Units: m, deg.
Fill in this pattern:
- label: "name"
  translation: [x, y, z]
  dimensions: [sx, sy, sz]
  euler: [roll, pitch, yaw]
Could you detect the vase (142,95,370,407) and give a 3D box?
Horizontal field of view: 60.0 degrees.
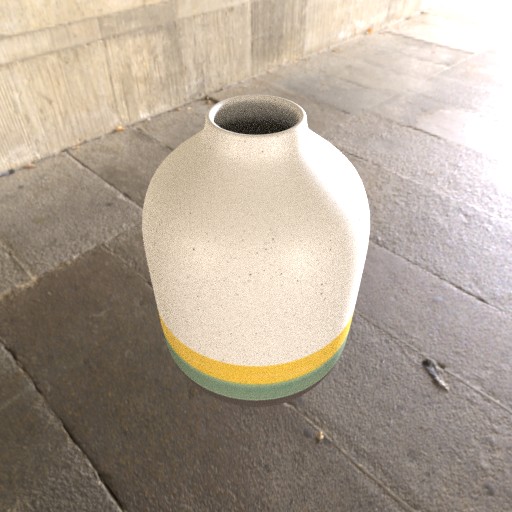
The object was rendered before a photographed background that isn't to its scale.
- label: "vase"
  translation: [0.000, 0.000, 0.359]
  dimensions: [0.169, 0.240, 0.169]
  euler: [0, 42, 0]
